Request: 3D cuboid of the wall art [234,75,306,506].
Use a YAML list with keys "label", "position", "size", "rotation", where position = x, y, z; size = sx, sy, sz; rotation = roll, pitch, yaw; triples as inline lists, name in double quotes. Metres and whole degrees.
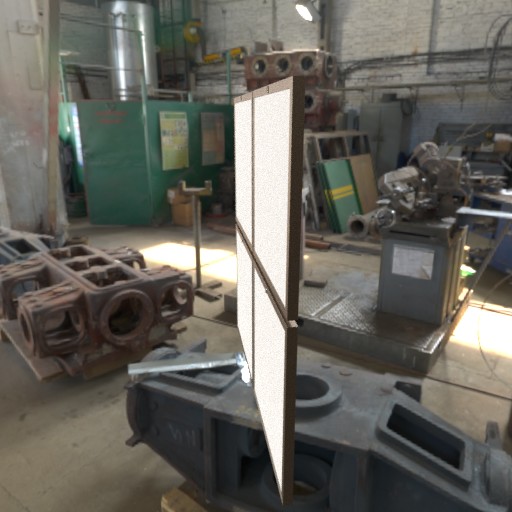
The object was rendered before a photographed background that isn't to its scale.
- label: "wall art"
  position: [0.000, 0.000, 1.477]
  size: [0.030, 1.032, 1.032]
  rotation: [-3, 18, -8]
